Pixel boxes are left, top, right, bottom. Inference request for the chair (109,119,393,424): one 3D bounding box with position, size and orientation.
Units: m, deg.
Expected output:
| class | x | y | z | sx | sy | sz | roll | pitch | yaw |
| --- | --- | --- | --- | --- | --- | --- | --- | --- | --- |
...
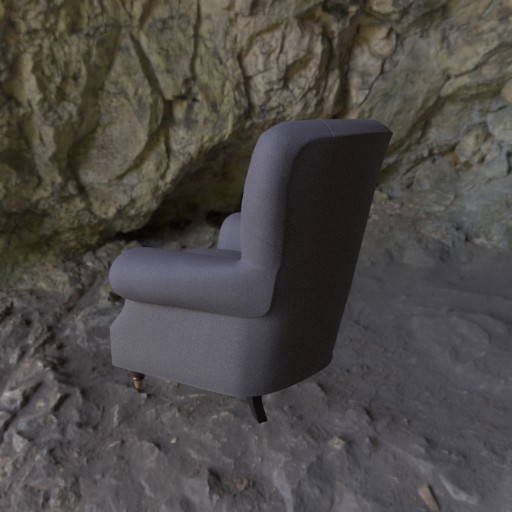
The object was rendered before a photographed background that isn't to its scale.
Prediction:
| class | x | y | z | sx | sy | sz | roll | pitch | yaw |
| --- | --- | --- | --- | --- | --- | --- | --- | --- | --- |
| chair | 0.000 | 0.000 | 1.795 | 0.983 | 1.046 | 0.983 | 7 | 17 | 24 |
